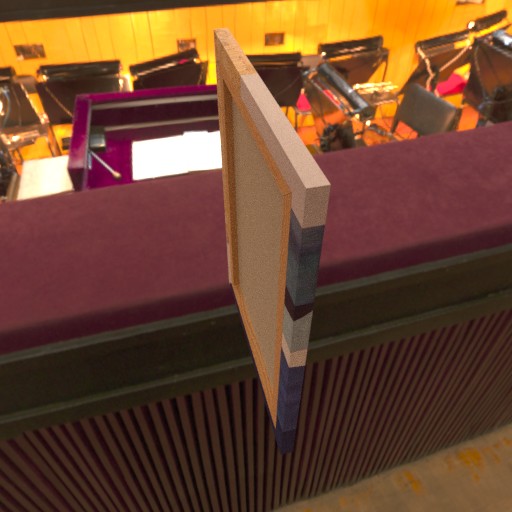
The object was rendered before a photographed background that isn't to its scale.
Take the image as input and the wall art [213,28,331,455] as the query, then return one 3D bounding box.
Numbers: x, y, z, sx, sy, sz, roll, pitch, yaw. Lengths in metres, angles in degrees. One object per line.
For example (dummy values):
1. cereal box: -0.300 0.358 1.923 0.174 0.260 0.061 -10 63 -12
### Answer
1. wall art: 0.000 0.000 0.785 0.026 0.613 0.458 -11 45 -11
